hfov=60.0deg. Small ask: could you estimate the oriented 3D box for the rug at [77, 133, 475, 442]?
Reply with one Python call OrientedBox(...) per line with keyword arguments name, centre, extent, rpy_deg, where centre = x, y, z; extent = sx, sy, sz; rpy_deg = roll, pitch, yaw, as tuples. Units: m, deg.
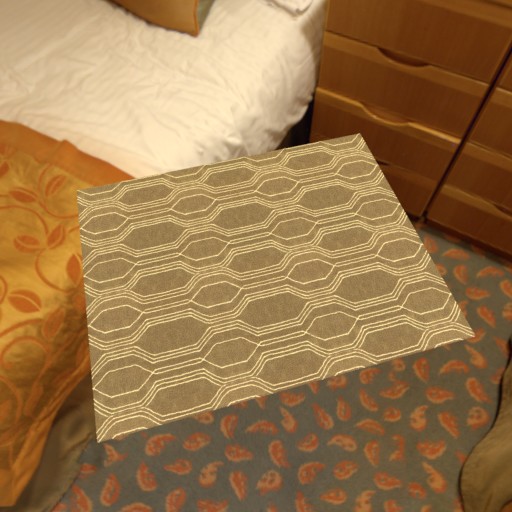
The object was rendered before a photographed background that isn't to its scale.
OrientedBox(name="rug", centre=(0.000, 0.000, 4.047), extent=(3.062, 0.012, 2.457), rpy_deg=(-13, 59, -8))
